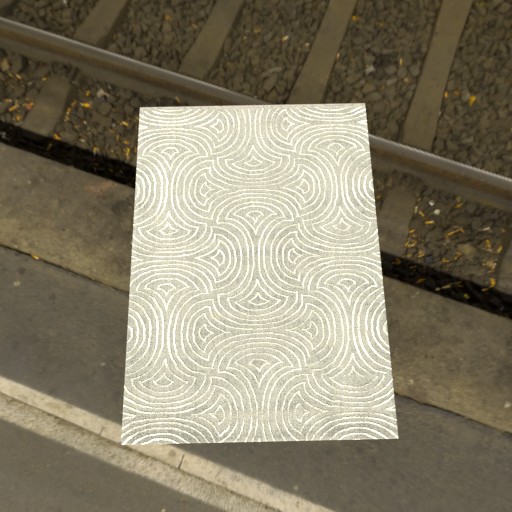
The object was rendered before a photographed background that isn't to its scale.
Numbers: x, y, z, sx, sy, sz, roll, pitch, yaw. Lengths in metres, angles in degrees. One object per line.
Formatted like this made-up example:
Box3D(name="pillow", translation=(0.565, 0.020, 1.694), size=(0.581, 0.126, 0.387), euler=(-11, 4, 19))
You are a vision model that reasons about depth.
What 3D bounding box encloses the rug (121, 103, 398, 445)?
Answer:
Box3D(name="rug", translation=(0.000, 0.000, 2.753), size=(1.543, 0.015, 2.144), euler=(-1, 74, 0))
